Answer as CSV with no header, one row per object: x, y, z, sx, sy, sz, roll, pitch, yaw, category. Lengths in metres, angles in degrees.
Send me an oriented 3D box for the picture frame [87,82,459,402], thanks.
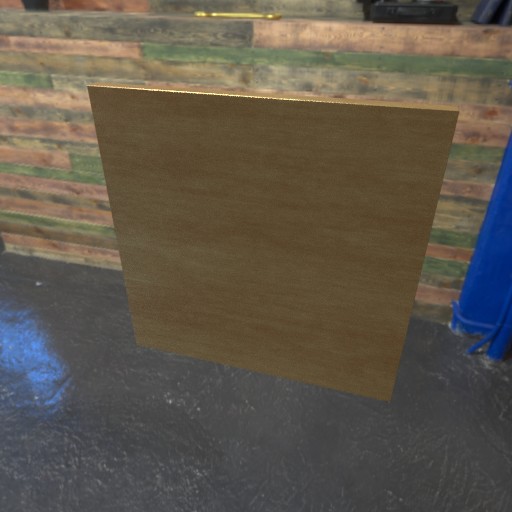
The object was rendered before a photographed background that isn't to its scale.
0.000,0.000,1.088,0.758,0.761,0.037,9,33,14,picture frame
